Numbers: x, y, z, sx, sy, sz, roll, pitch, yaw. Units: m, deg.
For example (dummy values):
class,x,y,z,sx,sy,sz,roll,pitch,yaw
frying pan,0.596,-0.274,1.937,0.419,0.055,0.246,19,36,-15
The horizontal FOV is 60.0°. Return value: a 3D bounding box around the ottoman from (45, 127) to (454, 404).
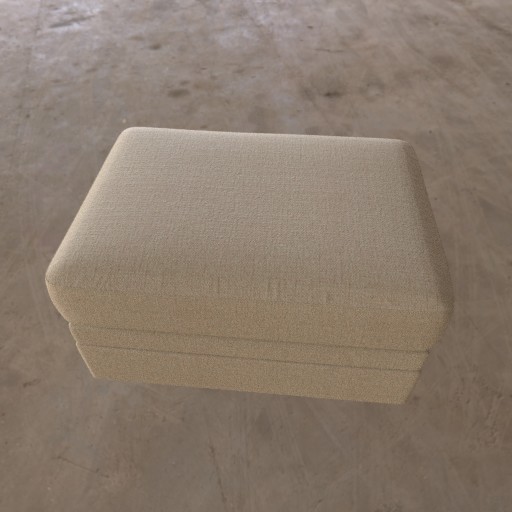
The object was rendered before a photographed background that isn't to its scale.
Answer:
class,x,y,z,sx,sy,sz,roll,pitch,yaw
ottoman,0.000,0.000,1.238,0.885,0.478,0.637,4,47,3
